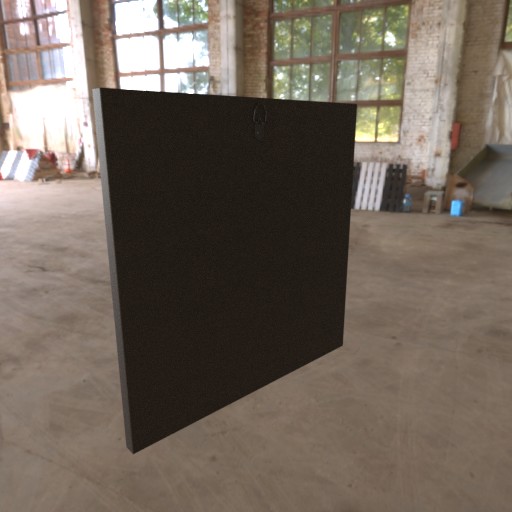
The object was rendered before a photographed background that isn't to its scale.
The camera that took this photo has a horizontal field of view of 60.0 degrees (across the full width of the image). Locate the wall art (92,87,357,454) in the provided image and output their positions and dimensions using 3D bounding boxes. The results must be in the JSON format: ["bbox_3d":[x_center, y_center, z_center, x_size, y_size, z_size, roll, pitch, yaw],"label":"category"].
[{"bbox_3d":[0.000,0.000,1.198,0.805,0.807,0.043,-14,21,-40],"label":"wall art"}]
